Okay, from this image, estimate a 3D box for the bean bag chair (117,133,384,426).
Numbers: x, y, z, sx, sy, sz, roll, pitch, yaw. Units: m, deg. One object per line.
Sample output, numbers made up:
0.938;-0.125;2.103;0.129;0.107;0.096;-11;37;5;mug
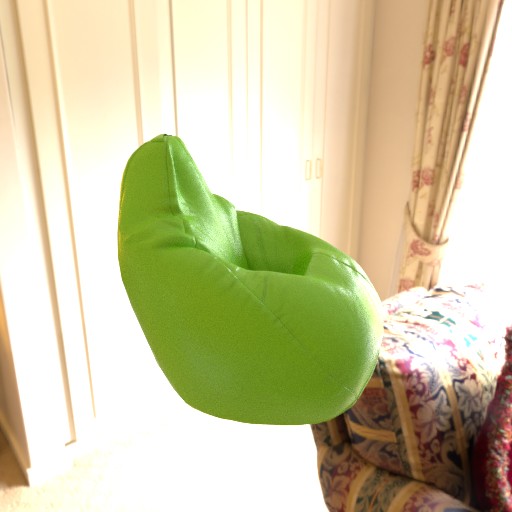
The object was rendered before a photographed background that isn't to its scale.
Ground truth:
0.000;0.000;1.860;1.070;0.990;1.070;3;17;9;bean bag chair
